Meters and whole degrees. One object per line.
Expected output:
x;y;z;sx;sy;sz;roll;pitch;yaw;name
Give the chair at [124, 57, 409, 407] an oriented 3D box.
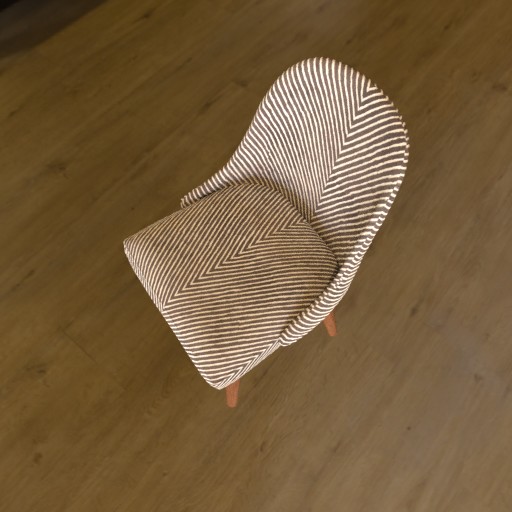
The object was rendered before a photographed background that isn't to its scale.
0.000;0.000;1.213;0.591;0.883;0.504;-31;67;-15;chair
